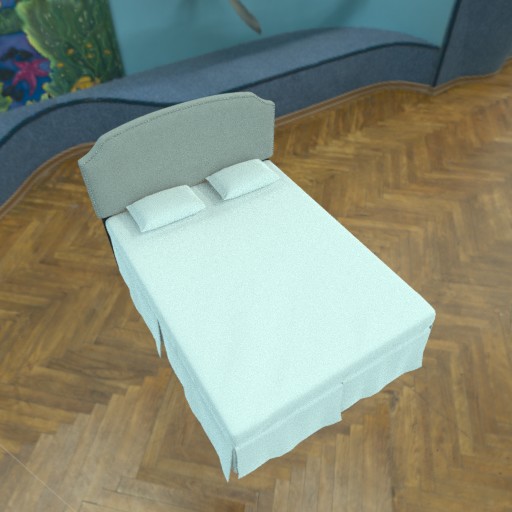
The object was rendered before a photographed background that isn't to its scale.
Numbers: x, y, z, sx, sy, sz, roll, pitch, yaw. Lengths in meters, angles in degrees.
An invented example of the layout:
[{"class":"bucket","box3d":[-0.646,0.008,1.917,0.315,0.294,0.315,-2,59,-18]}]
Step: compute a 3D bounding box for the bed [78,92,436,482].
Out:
[{"class":"bed","box3d":[0.000,0.000,2.926,1.558,1.270,1.999,-25,52,-21]}]
